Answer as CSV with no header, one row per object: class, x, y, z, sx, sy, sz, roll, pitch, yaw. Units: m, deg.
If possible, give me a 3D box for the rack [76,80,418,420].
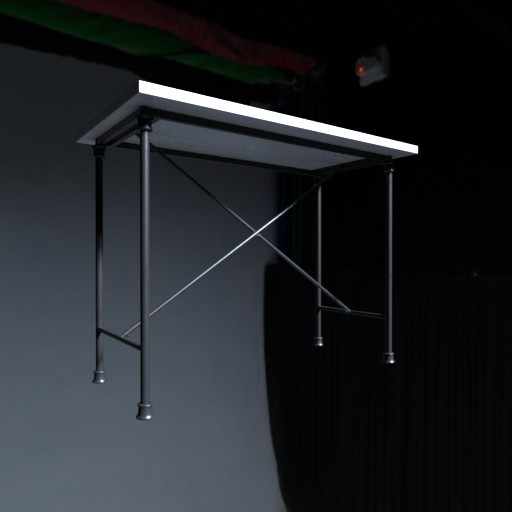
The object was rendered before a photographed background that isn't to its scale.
rack,0.000,0.000,1.689,1.159,0.880,0.613,0,0,-36
